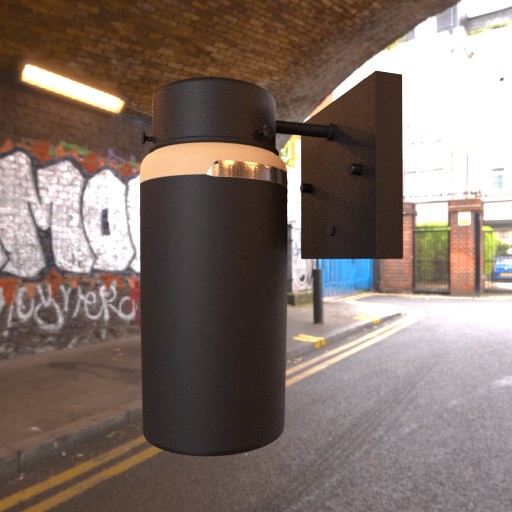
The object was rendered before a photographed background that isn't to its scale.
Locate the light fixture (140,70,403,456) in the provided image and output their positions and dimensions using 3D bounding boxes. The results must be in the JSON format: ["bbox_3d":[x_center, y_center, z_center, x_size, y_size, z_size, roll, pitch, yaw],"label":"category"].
[{"bbox_3d":[0.000,0.000,0.345,0.176,0.257,0.130,0,0,-18],"label":"light fixture"}]
